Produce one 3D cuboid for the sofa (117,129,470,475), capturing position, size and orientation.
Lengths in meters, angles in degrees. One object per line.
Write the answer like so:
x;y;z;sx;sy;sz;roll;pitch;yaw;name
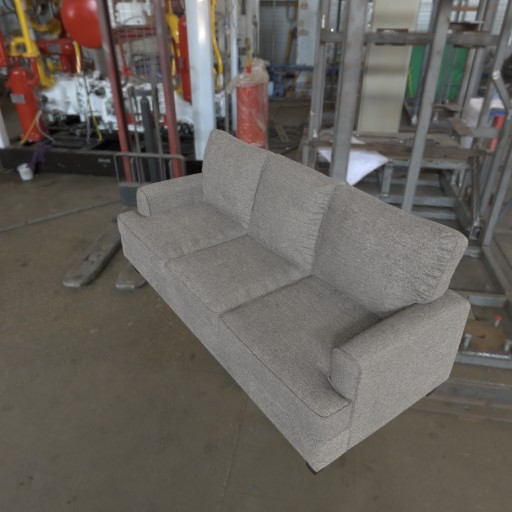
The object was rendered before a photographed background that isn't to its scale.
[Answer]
0.000;0.000;2.595;0.951;0.965;2.158;-20;36;-30;sofa
